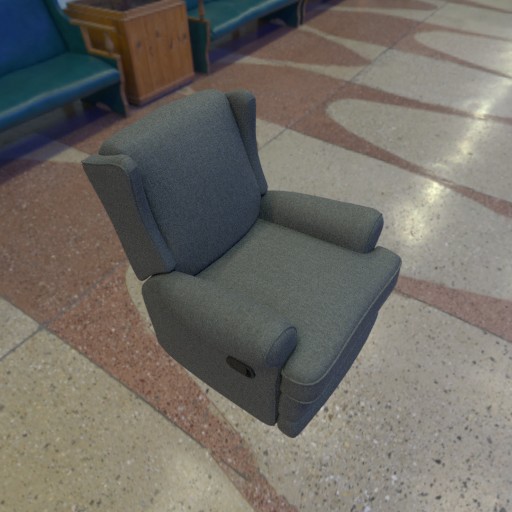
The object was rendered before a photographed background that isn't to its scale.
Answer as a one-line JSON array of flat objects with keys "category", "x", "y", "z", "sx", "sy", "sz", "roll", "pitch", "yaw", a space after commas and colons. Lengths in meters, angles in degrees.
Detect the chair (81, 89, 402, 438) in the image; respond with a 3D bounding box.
[{"category": "chair", "x": 0.000, "y": 0.000, "z": 1.739, "sx": 0.969, "sy": 1.011, "sz": 0.847, "roll": 26, "pitch": 49, "yaw": 25}]
